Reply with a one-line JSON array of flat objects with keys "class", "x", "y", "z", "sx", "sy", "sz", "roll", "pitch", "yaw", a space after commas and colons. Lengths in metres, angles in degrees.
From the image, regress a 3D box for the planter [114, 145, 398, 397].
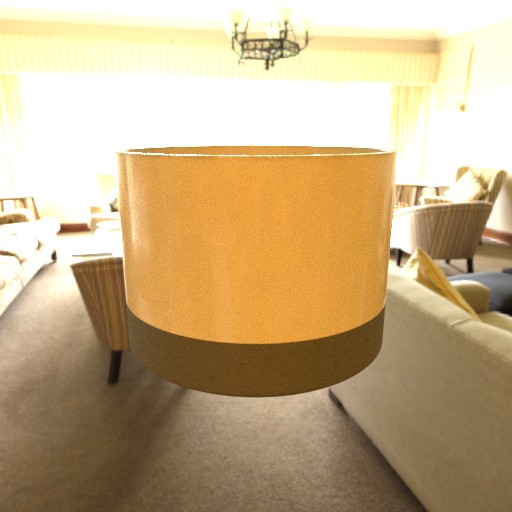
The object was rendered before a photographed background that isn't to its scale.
[{"class": "planter", "x": 0.000, "y": 0.000, "z": 0.223, "sx": 0.128, "sy": 0.105, "sz": 0.128, "roll": 0, "pitch": 16, "yaw": 0}]
